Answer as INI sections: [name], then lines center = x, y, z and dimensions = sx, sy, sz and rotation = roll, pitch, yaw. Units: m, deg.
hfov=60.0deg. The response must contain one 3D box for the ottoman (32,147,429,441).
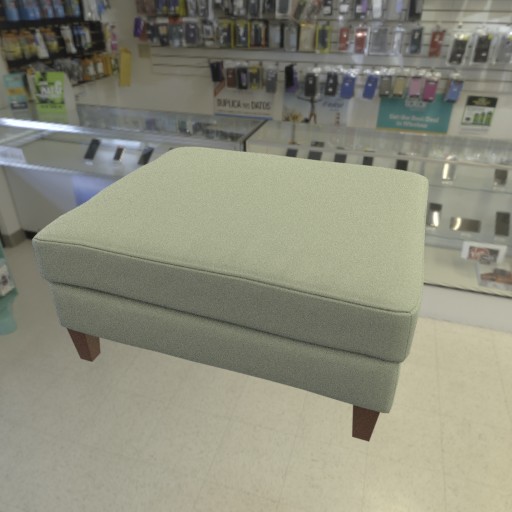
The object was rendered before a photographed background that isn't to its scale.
[ottoman]
center = 0.000, 0.000, 1.448
dimensions = 0.991, 0.494, 0.842
rotation = 10, 33, 17
